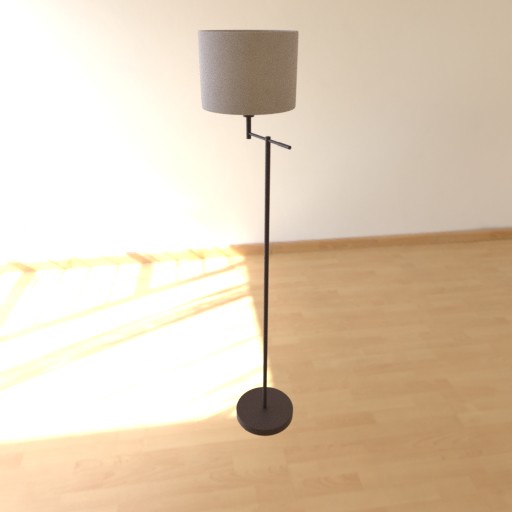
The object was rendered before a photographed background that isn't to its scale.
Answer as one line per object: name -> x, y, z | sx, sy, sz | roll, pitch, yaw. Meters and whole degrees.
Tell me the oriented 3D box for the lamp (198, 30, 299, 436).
lamp -> 0.000, 0.000, 1.766 | 0.324, 1.600, 0.416 | -17, 32, -29
